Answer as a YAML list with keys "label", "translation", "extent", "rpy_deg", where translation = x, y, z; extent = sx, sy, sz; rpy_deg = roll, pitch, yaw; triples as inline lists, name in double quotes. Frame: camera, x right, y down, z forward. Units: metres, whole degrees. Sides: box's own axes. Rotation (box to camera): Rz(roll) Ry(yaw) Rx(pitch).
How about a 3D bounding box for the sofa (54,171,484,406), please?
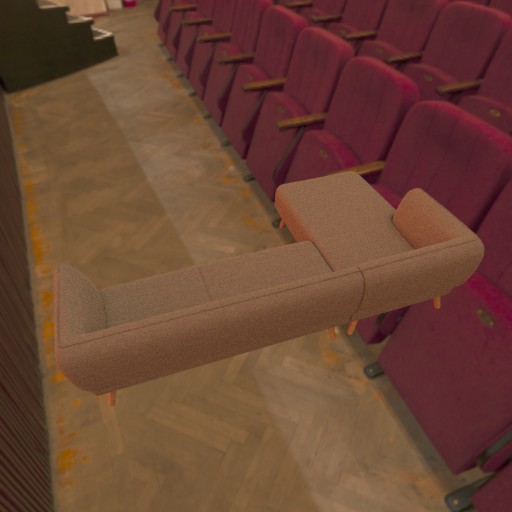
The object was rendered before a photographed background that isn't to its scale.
- label: "sofa"
  translation: [0.000, 0.000, 3.253]
  extent: [2.653, 0.693, 1.532]
  rpy_deg: [-13, 43, -14]
